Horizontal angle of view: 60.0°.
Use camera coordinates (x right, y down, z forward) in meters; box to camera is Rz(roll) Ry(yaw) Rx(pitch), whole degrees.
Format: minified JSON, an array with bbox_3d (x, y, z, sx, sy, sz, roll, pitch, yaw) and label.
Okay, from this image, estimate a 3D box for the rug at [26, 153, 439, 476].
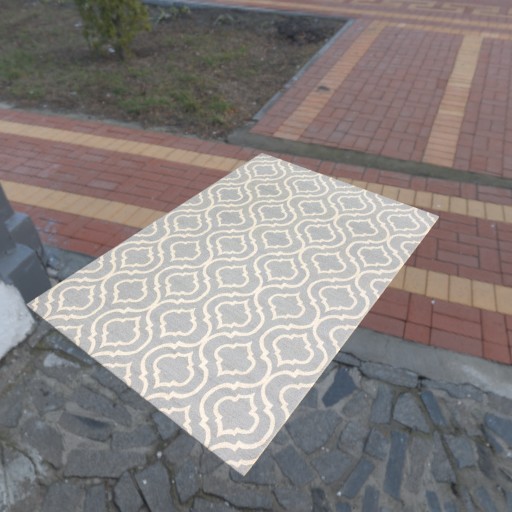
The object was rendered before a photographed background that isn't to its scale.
[{"bbox_3d":[0.000,0.000,2.617,1.451,0.010,2.080,26,47,27],"label":"rug"}]
